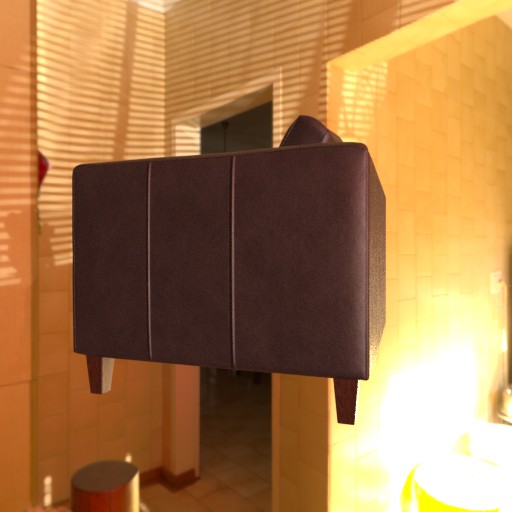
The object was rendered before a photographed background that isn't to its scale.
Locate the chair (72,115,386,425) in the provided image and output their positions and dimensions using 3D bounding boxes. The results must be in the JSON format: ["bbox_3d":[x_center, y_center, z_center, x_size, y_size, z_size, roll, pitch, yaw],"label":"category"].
[{"bbox_3d":[0.000,0.000,1.595,0.862,0.811,0.939,0,0,19],"label":"chair"}]
